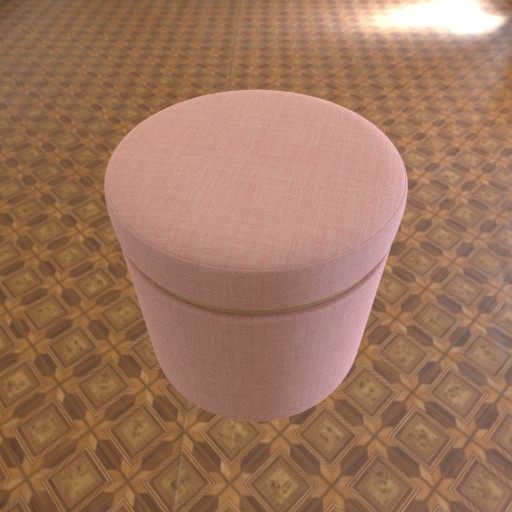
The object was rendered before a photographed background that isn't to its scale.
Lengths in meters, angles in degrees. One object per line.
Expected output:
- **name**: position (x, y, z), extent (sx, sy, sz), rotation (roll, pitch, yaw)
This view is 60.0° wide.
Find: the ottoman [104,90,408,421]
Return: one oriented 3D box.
- **ottoman**: position (0.000, 0.000, 0.726), extent (0.400, 0.406, 0.400), rotation (0, 47, 0)
